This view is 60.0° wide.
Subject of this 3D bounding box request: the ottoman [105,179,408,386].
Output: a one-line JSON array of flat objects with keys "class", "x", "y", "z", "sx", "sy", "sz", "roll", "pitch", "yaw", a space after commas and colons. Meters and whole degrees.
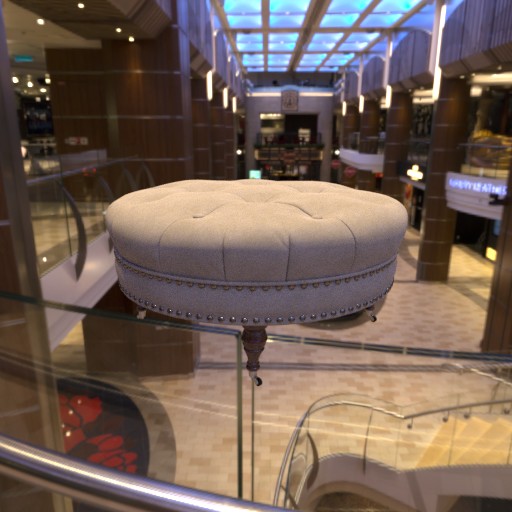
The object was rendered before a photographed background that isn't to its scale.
[{"class": "ottoman", "x": 0.000, "y": 0.000, "z": 1.410, "sx": 0.901, "sy": 0.439, "sz": 0.901, "roll": 0, "pitch": 16, "yaw": 0}]
